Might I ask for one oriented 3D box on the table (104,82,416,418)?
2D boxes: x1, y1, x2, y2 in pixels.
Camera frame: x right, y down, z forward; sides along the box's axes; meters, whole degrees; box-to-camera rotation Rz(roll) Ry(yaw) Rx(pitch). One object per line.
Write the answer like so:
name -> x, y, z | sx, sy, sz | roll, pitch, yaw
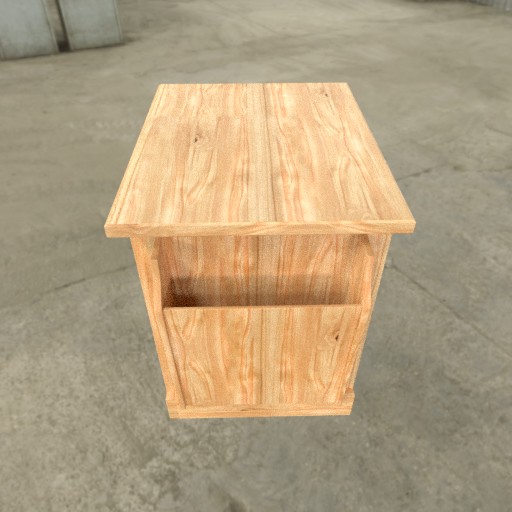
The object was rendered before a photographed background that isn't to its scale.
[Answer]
table -> 0.000, 0.000, 0.883 | 0.380, 0.515, 0.530 | -1, 41, -1
